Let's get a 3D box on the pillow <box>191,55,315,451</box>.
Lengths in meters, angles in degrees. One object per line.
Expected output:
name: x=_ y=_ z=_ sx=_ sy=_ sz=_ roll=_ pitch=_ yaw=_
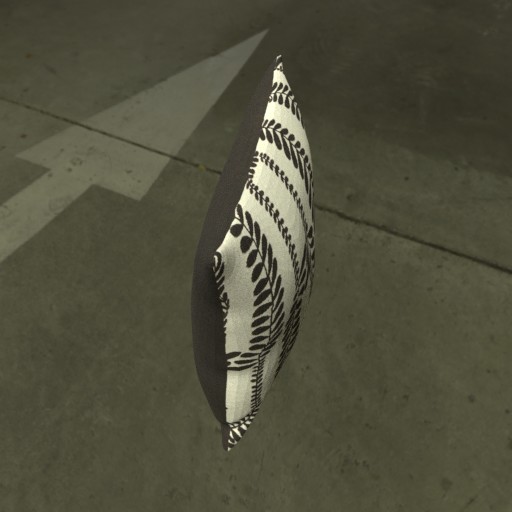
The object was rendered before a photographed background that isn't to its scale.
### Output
pillow: x=0.000 y=0.000 z=0.676 sx=0.182 sy=0.441 sz=0.440 roll=7 pitch=48 yaw=7
